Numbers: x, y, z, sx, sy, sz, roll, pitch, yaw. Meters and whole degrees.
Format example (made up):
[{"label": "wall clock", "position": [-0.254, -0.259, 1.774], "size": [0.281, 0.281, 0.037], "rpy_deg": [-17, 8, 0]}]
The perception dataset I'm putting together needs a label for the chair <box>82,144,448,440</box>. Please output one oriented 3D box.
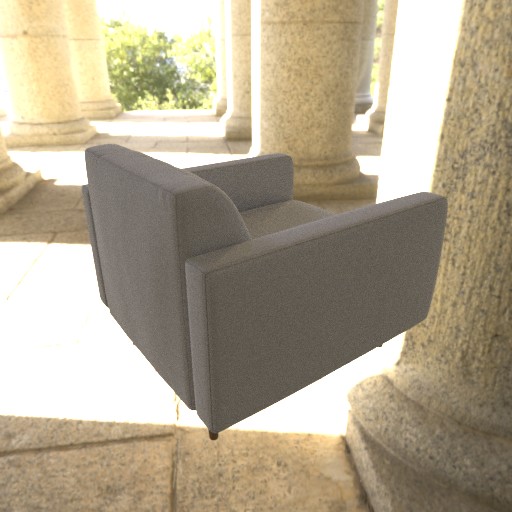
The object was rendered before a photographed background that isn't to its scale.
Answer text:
[{"label": "chair", "position": [0.000, 0.000, 1.657], "size": [0.998, 0.819, 0.953], "rpy_deg": [-17, 30, -33]}]
